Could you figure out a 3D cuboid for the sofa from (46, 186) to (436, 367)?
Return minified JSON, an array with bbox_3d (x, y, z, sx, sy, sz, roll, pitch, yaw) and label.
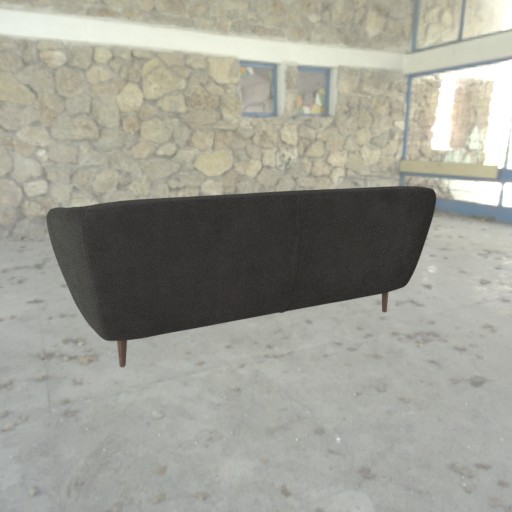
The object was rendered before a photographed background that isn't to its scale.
[{"bbox_3d":[0.000,0.000,2.751,2.296,0.875,0.956,-7,15,-26],"label":"sofa"}]
